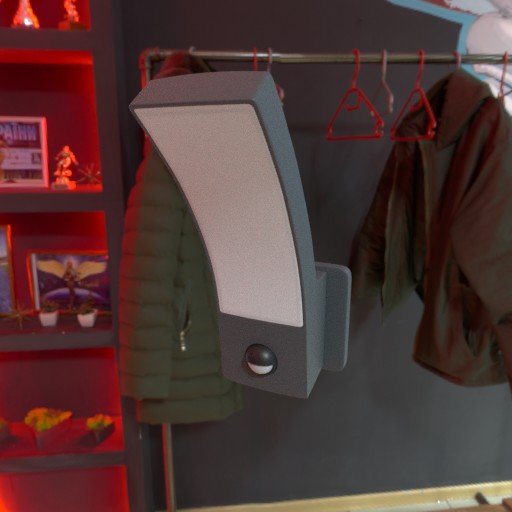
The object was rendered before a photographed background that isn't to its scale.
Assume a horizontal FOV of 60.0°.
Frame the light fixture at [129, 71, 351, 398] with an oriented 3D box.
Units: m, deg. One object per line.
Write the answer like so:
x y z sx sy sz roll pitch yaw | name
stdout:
0.000 0.000 0.337 0.108 0.243 0.174 7 16 25 | light fixture
